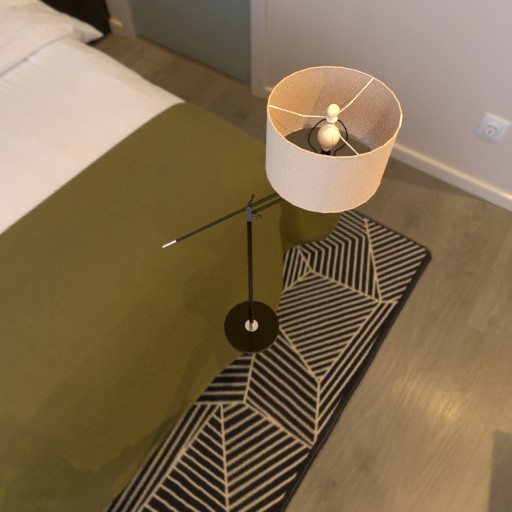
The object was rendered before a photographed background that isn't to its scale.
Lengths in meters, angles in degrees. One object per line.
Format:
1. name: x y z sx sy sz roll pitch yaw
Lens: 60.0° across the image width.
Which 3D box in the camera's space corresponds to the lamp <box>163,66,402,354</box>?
1. lamp: 0.000 0.000 1.933 0.809 1.635 0.373 4 59 2
